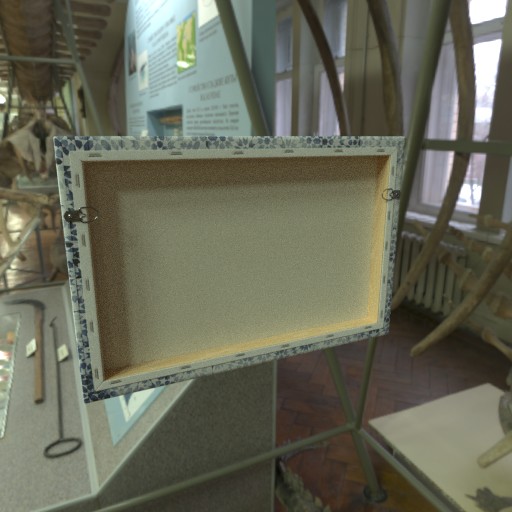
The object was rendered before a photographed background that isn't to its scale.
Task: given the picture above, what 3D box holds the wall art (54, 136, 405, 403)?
[{"bbox_3d":[0.000,0.000,1.168,0.911,0.608,0.057,-7,16,-24],"label":"wall art"}]
